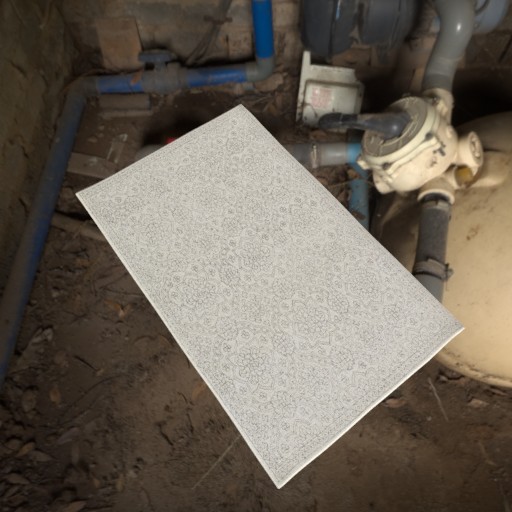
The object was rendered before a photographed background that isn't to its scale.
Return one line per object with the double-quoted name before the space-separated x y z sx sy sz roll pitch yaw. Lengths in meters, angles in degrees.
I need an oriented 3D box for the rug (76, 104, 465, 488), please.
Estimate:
"rug" 0.000 0.000 2.443 1.214 0.023 1.947 -34 68 -16
